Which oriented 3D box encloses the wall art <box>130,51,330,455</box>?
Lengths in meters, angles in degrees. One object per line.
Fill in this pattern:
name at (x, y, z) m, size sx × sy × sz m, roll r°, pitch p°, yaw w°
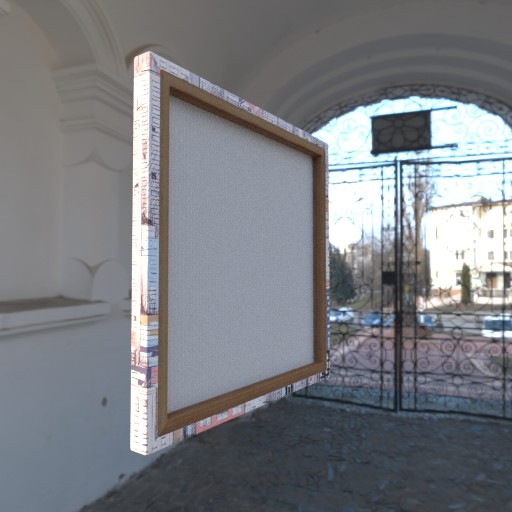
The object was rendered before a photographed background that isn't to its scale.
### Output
wall art at (0.000, 0.000, 1.151) m, size 0.048 × 0.762 × 0.761 m, roll -1°, pitch -2°, yaw 36°
